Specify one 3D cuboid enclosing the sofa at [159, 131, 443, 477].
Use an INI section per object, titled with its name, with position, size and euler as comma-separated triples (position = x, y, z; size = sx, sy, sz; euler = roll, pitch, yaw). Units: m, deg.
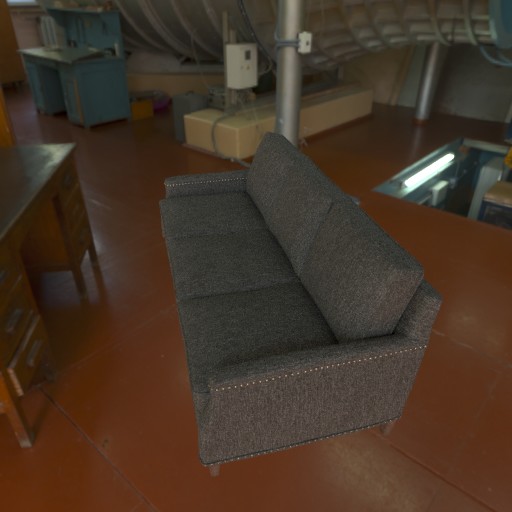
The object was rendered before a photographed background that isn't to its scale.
[sofa]
position = 0.000, 0.000, 2.803
size = 1.084, 1.003, 2.246
euler = -8, 32, -12
